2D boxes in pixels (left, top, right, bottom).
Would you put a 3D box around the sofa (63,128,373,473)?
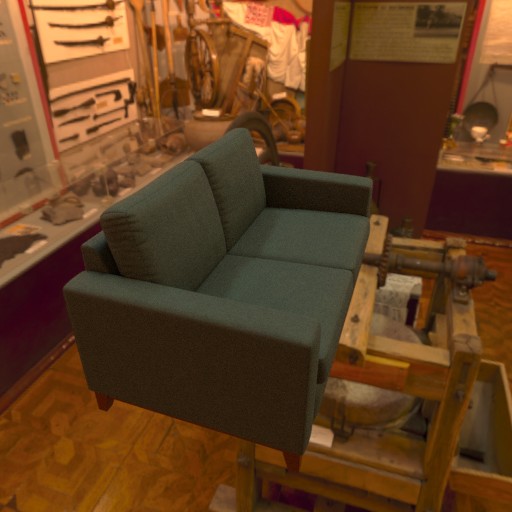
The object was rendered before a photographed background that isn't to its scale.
[{"bbox_3d":[0.000,0.000,2.125,0.955,0.903,1.489,10,32,17],"label":"sofa"}]
